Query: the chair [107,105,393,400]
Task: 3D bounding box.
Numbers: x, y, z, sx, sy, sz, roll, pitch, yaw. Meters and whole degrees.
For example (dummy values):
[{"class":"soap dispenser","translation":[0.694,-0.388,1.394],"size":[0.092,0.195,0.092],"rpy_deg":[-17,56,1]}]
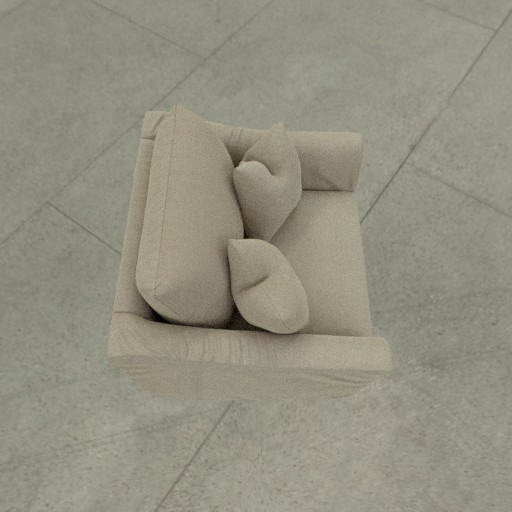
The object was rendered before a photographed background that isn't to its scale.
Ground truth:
[{"class":"chair","translation":[0.000,0.000,2.109],"size":[1.071,1.093,1.194],"rpy_deg":[0,63,0]}]
